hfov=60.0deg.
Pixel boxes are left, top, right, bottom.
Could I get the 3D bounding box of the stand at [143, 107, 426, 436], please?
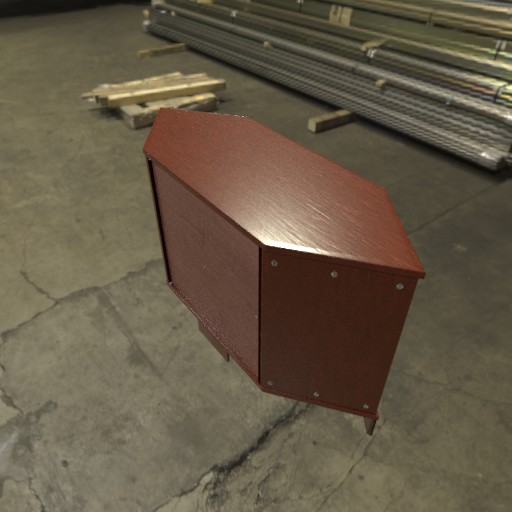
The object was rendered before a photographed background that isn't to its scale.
[{"bbox_3d":[0.000,0.000,1.376,0.381,0.614,1.072,-26,46,-28],"label":"stand"}]
